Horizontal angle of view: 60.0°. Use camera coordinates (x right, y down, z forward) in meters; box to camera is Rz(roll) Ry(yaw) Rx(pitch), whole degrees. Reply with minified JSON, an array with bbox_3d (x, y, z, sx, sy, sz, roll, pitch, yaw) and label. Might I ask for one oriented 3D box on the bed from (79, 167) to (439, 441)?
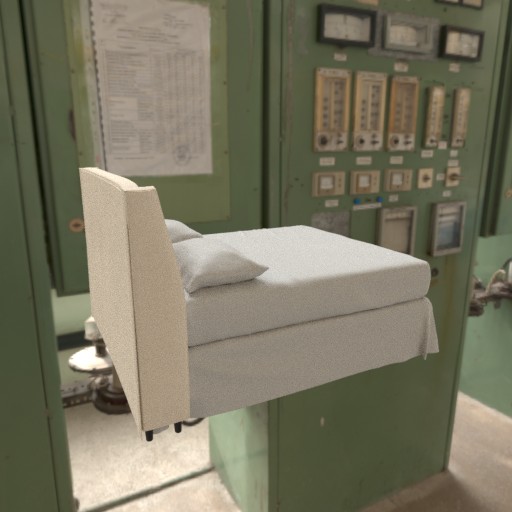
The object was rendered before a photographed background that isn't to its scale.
[{"bbox_3d":[0.000,0.000,3.406,2.276,1.332,1.925,-7,16,-26],"label":"bed"}]
